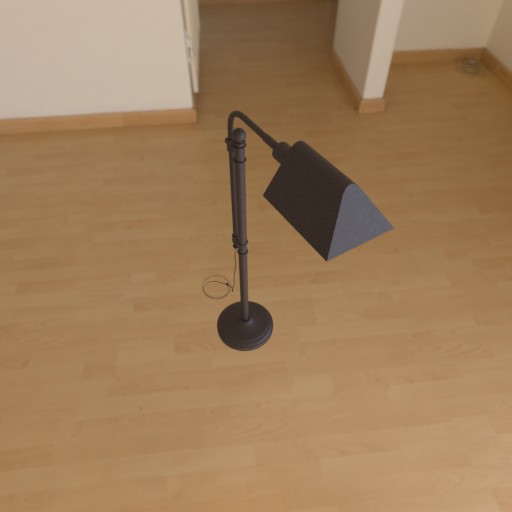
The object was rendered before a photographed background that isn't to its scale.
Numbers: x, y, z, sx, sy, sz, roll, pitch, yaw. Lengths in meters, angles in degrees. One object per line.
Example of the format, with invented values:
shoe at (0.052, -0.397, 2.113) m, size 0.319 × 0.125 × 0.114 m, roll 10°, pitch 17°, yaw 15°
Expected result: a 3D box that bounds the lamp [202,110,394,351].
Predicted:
lamp at (0.000, 0.000, 0.964) m, size 0.159 × 0.708 × 0.545 m, roll -25°, pitch 52°, yaw -21°
